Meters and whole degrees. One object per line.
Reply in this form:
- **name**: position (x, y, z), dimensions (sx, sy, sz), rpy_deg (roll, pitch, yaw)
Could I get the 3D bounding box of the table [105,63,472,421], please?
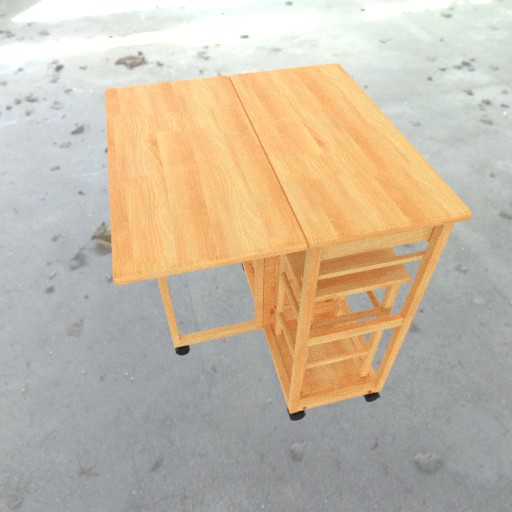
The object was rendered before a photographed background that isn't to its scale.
- **table**: position (0.000, 0.000, 1.360), dimensions (0.693, 0.832, 0.752), rpy_deg (-10, 47, -10)
